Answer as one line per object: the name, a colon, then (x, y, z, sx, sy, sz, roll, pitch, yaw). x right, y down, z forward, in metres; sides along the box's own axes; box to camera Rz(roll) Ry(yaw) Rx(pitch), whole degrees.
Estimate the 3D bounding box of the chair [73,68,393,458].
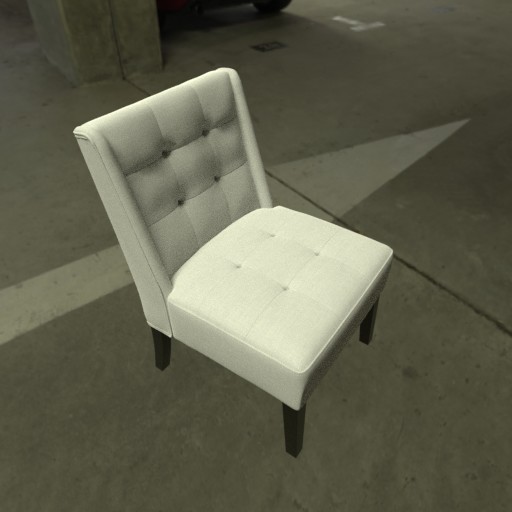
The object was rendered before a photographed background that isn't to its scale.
chair: (0.000, 0.000, 1.318, 0.676, 0.853, 0.569, 24, 45, 26)
